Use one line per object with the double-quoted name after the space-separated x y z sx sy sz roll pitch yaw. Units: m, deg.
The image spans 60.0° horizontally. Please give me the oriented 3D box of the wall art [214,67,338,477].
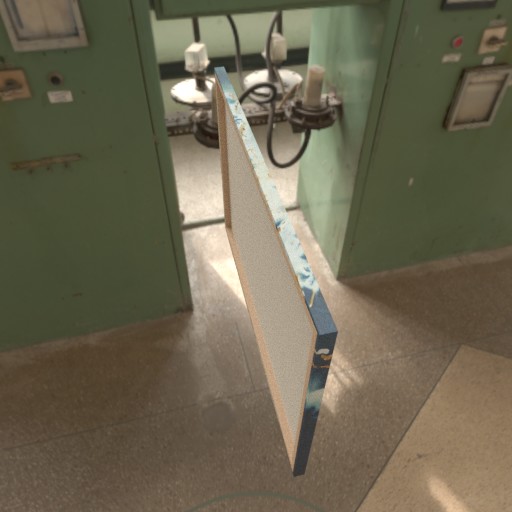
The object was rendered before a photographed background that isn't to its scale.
0.000 0.000 1.446 0.035 0.759 1.138 -10 47 -9 "wall art"
